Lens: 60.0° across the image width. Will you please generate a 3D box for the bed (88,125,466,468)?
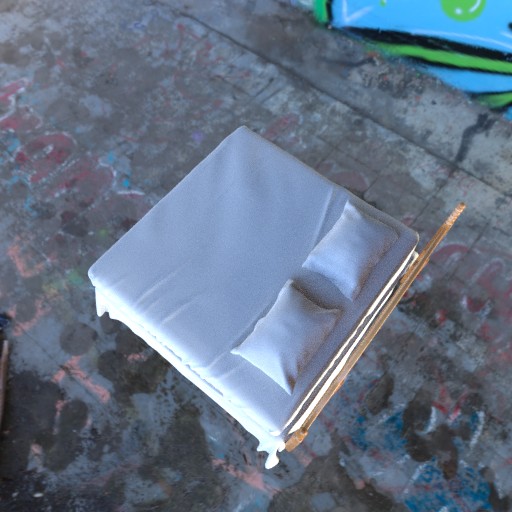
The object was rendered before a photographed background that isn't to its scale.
[{"bbox_3d":[0.000,0.000,3.614,2.219,1.355,2.322,36,69,16],"label":"bed"}]
